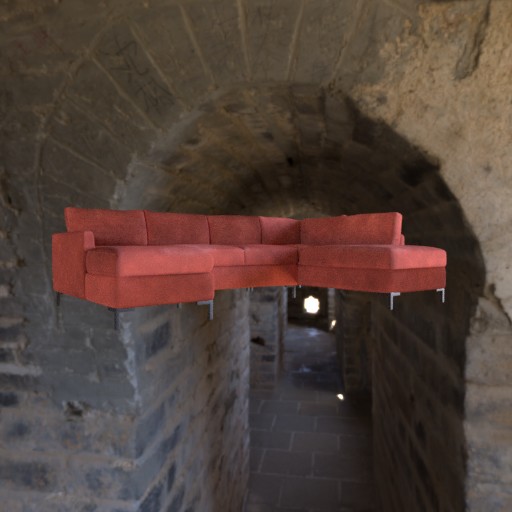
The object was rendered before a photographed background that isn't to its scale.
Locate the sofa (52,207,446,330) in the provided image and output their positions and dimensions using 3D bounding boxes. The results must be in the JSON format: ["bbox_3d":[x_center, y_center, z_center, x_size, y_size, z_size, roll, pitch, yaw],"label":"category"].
[{"bbox_3d":[0.000,0.000,3.948,2.971,0.858,1.981,-1,1,-37],"label":"sofa"}]
